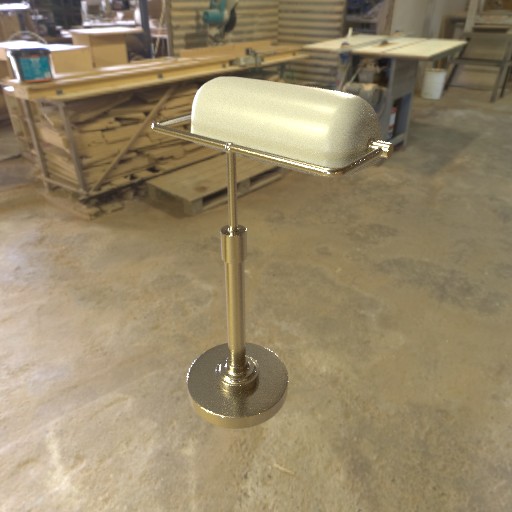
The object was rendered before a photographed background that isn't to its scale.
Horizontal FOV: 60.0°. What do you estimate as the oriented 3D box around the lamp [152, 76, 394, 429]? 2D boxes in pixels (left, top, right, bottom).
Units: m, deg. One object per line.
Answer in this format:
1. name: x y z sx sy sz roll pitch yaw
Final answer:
1. lamp: 0.000 0.000 0.564 0.269 0.404 0.227 23 38 32
